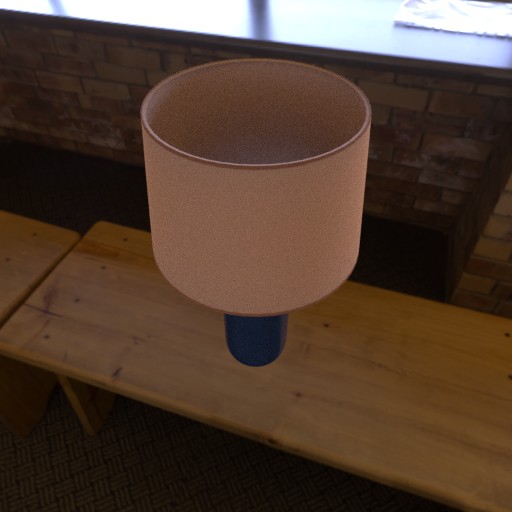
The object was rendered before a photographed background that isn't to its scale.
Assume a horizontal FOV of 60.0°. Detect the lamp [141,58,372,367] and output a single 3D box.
[{"bbox_3d":[0.000,0.000,0.837,0.367,0.609,0.367,0,45,0],"label":"lamp"}]
